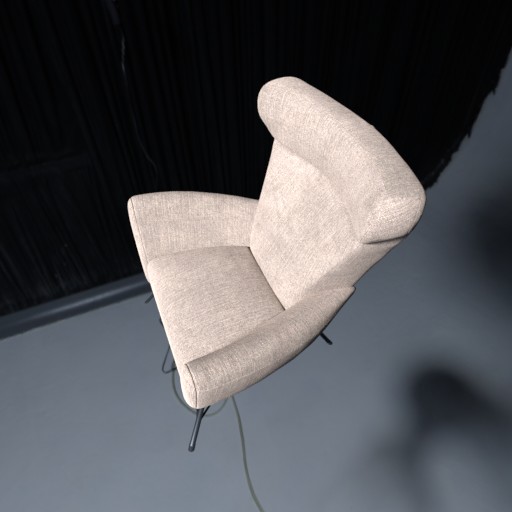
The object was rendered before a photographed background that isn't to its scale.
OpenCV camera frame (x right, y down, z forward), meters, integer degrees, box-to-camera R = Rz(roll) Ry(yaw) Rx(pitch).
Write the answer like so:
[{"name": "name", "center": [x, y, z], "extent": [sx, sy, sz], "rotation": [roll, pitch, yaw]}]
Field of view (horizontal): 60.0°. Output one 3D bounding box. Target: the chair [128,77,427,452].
[{"name": "chair", "center": [0.000, 0.000, 1.737], "extent": [0.900, 1.040, 0.980], "rotation": [-16, 47, -16]}]
